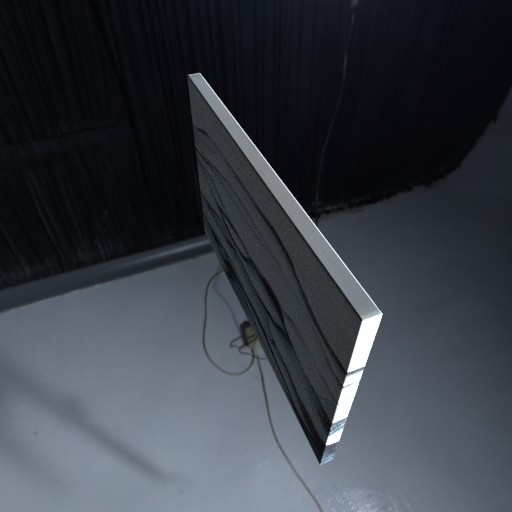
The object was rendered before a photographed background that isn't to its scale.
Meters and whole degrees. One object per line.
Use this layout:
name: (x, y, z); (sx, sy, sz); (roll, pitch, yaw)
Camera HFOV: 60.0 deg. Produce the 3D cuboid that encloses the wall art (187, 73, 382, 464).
wall art: (0.000, 0.000, 1.180); (0.039, 0.609, 0.914); (-17, 48, -15)
